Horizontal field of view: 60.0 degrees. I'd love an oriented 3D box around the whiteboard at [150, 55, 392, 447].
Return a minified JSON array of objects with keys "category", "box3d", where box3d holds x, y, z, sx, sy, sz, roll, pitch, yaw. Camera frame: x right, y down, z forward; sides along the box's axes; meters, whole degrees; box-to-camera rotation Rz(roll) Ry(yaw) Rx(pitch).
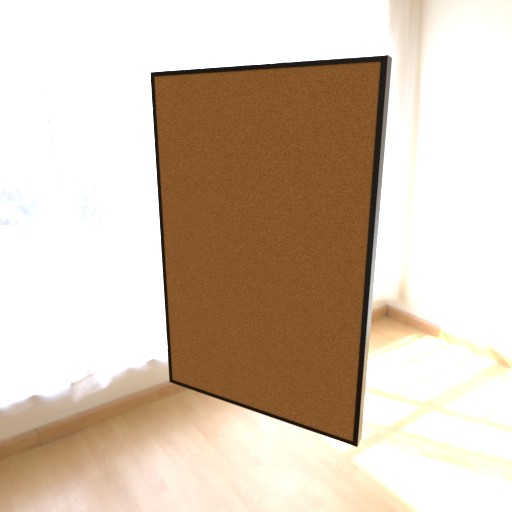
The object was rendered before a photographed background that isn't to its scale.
[{"category":"whiteboard","box3d":[0.000,0.000,0.767,0.406,0.611,0.026,9,19,28]}]
